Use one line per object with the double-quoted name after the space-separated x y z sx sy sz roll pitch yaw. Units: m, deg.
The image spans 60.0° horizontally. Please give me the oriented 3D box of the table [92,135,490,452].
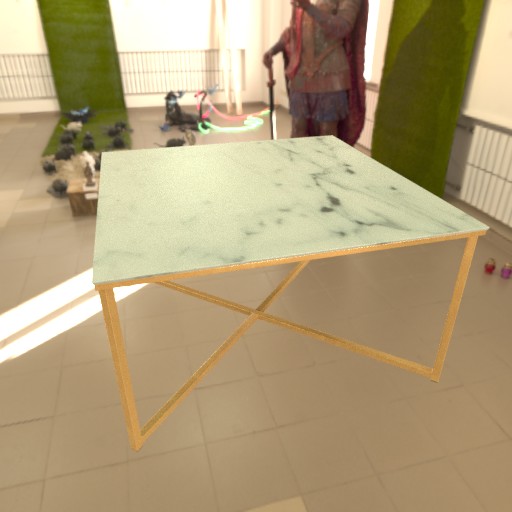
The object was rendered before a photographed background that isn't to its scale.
0.000 0.000 1.286 0.800 0.450 0.800 -8 30 -14 "table"
